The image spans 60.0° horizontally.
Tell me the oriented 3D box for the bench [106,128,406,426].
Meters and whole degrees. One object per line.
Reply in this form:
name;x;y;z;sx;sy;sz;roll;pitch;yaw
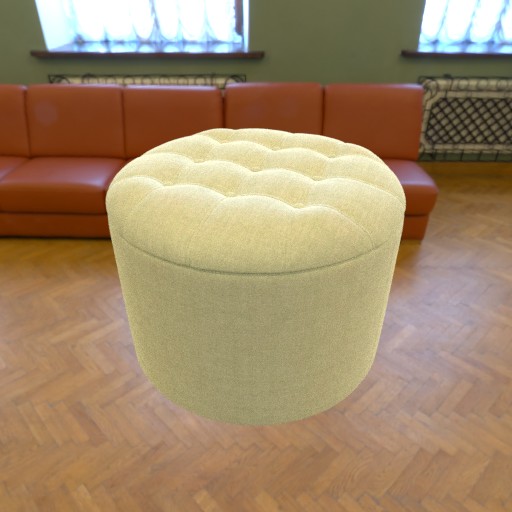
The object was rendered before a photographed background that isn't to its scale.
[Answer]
bench;0.000;0.000;1.009;0.600;0.453;0.600;0;33;0
